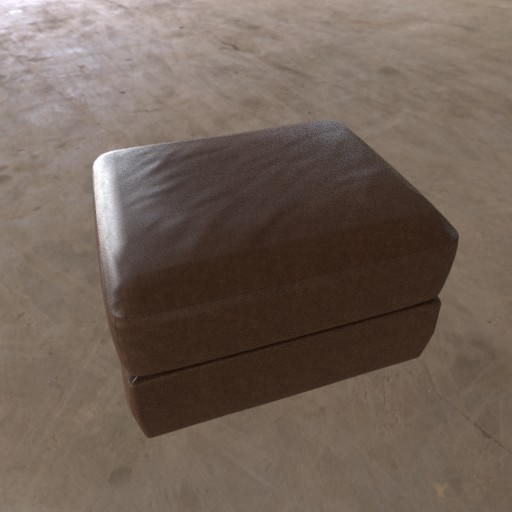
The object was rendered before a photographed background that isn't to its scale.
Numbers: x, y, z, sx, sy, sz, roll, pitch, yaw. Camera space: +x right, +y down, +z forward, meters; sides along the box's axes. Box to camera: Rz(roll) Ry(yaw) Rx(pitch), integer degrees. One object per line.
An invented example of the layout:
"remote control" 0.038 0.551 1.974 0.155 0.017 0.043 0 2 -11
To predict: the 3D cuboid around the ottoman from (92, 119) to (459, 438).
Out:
"ottoman" 0.000 0.000 1.142 0.751 0.476 0.603 -12 43 -14
